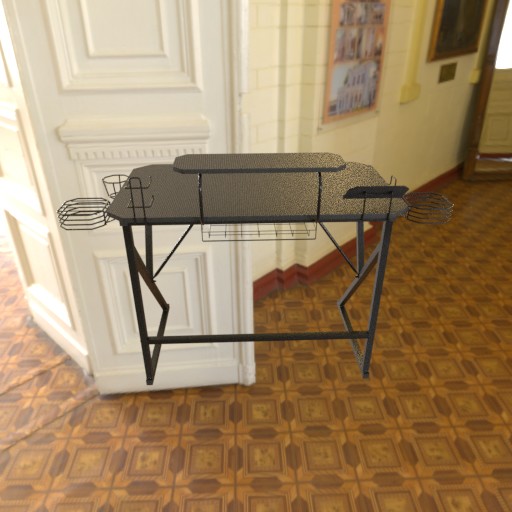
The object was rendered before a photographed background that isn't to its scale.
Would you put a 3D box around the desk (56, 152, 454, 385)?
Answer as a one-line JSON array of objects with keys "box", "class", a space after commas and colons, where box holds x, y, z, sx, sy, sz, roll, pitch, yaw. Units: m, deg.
[{"box": [0.000, 0.000, 1.735, 1.290, 0.880, 0.580, -1, 29, -2], "class": "desk"}]
